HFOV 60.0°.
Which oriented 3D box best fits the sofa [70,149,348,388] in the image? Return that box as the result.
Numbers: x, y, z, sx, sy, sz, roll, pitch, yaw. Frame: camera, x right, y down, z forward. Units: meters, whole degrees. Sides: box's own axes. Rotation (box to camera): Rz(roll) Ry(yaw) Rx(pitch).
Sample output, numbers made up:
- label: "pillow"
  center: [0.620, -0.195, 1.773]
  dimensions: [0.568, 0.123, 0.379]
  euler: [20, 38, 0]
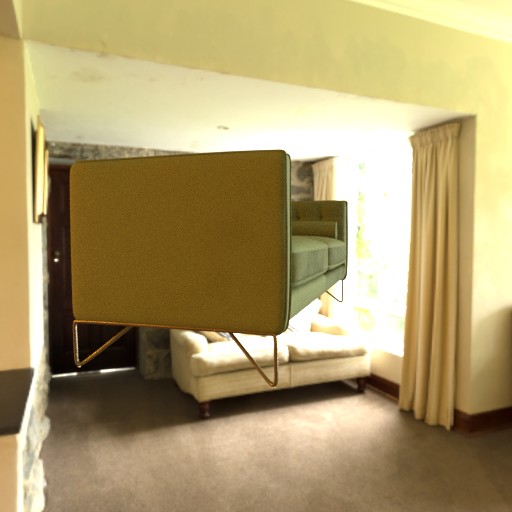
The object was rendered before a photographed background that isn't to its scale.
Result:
- label: "sofa"
  center: [0.000, 0.000, 2.535]
  dimensions: [0.867, 0.789, 2.087]
  euler: [1, 2, 17]
